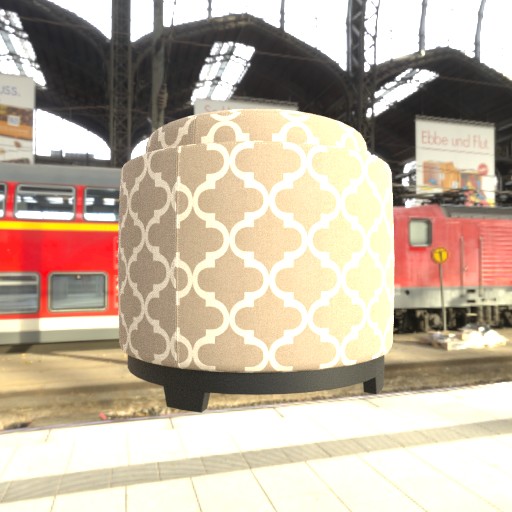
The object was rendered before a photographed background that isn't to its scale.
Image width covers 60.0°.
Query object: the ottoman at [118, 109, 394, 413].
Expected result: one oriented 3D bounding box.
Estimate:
[{"bbox_3d":[0.000,0.000,0.807,0.480,0.429,0.480,0,-1,0],"label":"ottoman"}]
